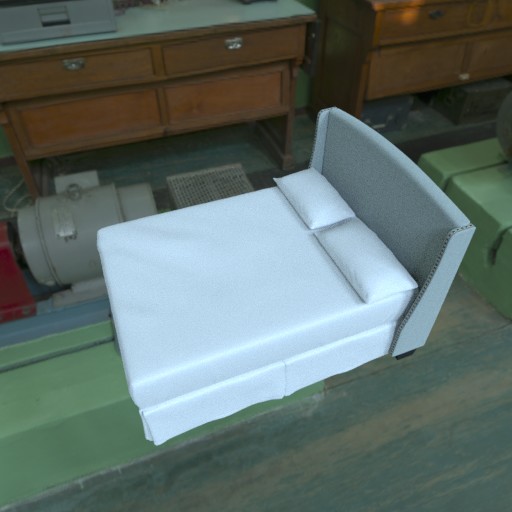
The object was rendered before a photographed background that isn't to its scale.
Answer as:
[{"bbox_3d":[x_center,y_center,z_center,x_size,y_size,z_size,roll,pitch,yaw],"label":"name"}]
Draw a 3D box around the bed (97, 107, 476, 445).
[{"bbox_3d":[0.000,0.000,3.367,2.237,1.407,1.710,-16,46,-15],"label":"bed"}]
